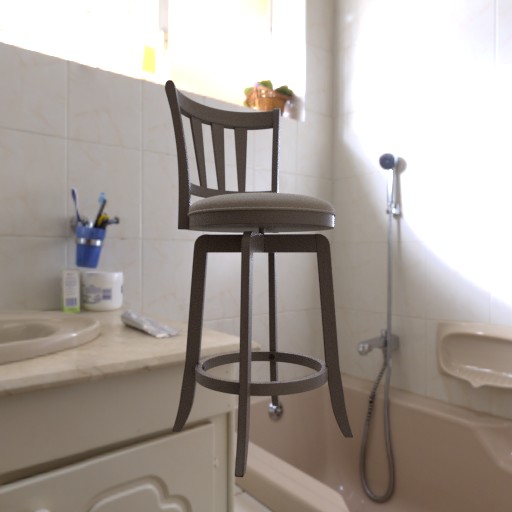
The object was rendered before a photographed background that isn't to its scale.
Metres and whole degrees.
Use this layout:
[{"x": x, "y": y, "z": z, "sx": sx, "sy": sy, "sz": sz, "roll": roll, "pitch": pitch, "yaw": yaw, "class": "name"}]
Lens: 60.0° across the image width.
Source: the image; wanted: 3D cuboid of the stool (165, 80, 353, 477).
[{"x": 0.000, "y": 0.000, "z": 1.298, "sx": 0.436, "sy": 1.023, "sz": 0.475, "roll": 0, "pitch": 0, "yaw": -36, "class": "stool"}]
